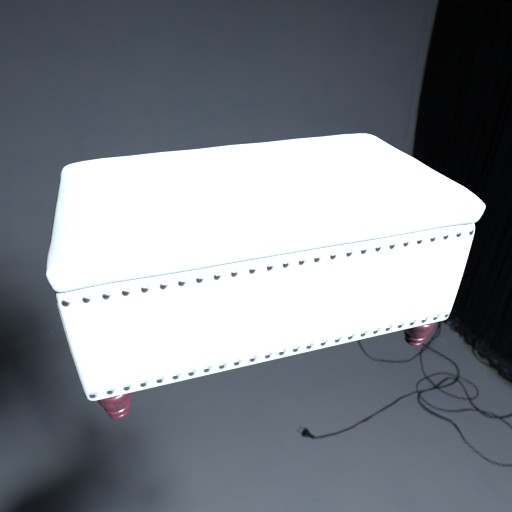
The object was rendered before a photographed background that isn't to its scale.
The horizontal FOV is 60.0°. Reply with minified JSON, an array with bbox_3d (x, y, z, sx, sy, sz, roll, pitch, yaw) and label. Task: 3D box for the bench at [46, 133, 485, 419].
[{"bbox_3d":[0.000,0.000,1.142,0.887,0.449,0.500,-9,34,-15],"label":"bench"}]
